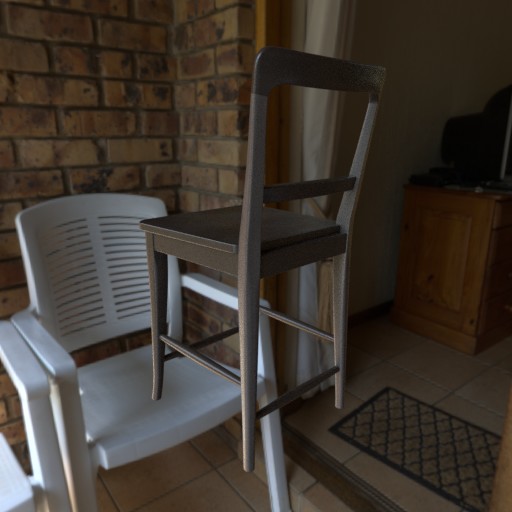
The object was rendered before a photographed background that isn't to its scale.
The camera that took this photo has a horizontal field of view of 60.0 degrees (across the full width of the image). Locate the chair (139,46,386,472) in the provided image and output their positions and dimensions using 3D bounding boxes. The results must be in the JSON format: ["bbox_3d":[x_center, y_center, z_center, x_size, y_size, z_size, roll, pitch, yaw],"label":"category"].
[{"bbox_3d":[0.000,0.000,1.258,0.450,0.991,0.546,-15,21,-41],"label":"chair"}]
